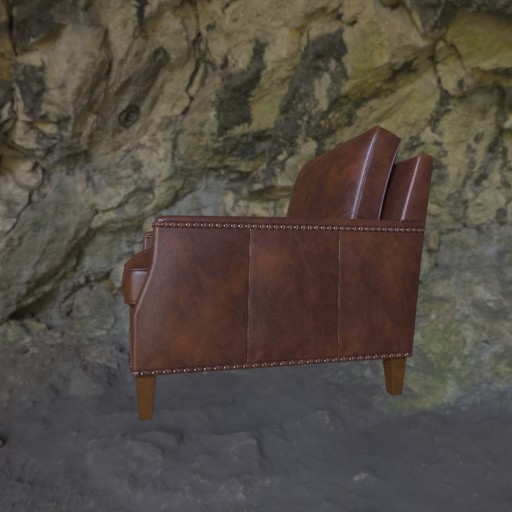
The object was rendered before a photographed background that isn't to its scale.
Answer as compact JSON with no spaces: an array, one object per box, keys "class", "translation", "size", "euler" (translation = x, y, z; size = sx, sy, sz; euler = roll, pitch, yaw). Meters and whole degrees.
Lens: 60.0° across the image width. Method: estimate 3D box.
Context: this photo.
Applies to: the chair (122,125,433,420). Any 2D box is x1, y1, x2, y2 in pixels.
[{"class":"chair","translation":[0.000,0.000,1.754],"size":[1.014,0.929,0.853],"euler":[0,0,-16]}]
